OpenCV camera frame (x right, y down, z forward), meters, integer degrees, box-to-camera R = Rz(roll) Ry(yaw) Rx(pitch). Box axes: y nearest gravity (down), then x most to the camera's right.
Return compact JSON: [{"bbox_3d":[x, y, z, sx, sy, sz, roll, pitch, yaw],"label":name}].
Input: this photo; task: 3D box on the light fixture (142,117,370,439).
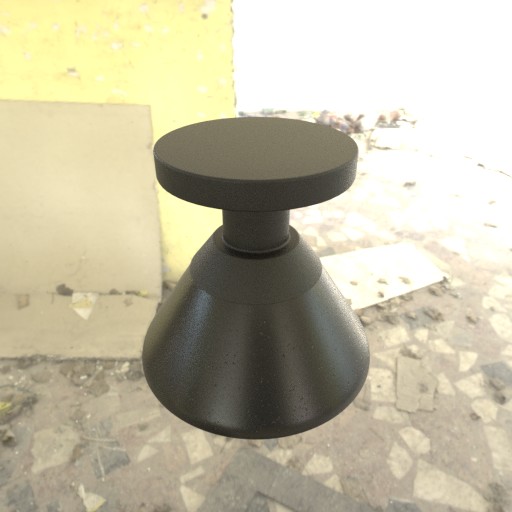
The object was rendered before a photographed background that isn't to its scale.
[{"bbox_3d":[0.000,0.000,0.352,0.200,0.183,0.200,0,32,0],"label":"light fixture"}]
